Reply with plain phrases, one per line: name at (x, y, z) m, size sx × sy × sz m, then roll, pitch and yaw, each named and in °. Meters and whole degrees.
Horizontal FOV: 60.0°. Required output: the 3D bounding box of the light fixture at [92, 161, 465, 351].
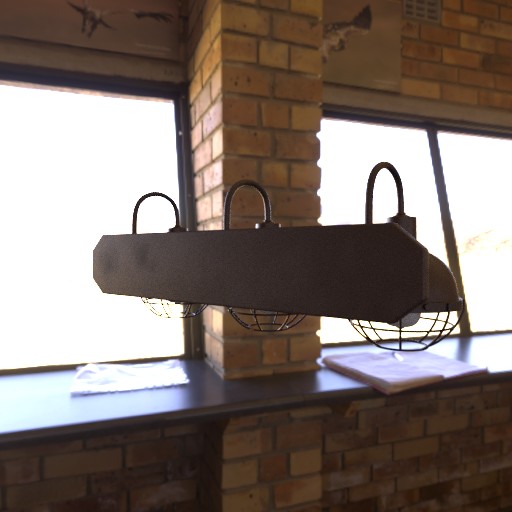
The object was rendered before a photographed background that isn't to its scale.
light fixture at (0.000, 0.000, 0.752) m, size 0.634 × 0.254 × 0.229 m, roll 0°, pitch 1°, yaw 39°
